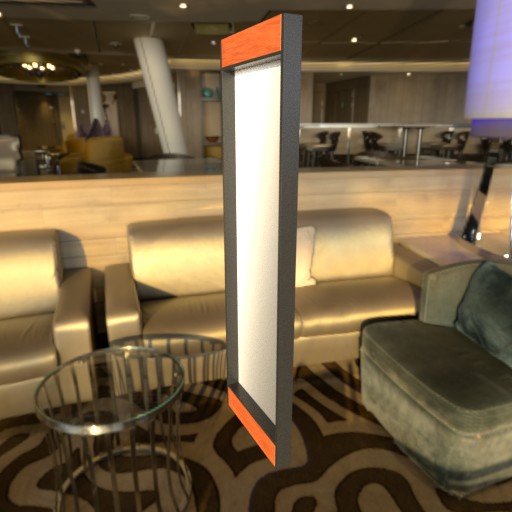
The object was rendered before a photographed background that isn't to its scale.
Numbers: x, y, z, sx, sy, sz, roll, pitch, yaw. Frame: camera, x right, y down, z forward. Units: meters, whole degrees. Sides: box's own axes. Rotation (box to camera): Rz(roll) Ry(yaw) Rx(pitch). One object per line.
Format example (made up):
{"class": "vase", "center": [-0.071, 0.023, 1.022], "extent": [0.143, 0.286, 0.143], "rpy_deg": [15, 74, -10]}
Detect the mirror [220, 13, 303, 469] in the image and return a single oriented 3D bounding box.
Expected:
{"class": "mirror", "center": [0.000, 0.000, 1.212], "extent": [0.047, 1.123, 0.343], "rpy_deg": [-8, 18, -26]}
